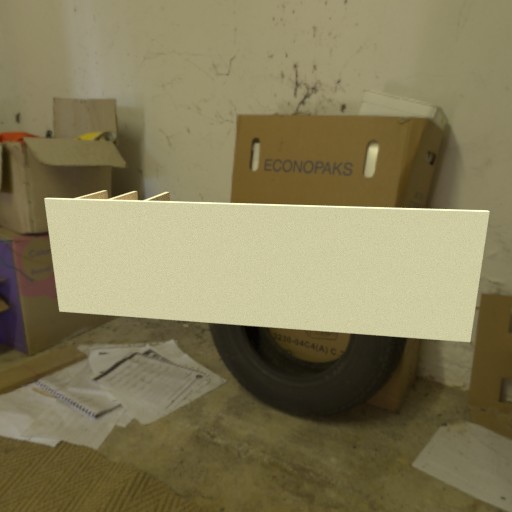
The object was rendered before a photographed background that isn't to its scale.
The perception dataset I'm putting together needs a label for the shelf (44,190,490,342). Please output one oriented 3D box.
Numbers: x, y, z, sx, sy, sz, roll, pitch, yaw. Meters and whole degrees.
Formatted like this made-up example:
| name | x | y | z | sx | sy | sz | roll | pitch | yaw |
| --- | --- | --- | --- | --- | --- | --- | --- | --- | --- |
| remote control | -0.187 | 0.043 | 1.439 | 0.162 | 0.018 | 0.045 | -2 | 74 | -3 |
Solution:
| name | x | y | z | sx | sy | sz | roll | pitch | yaw |
| --- | --- | --- | --- | --- | --- | --- | --- | --- | --- |
| shelf | 0.000 | 0.000 | 1.139 | 1.020 | 0.300 | 0.200 | 3 | 16 | 9 |
